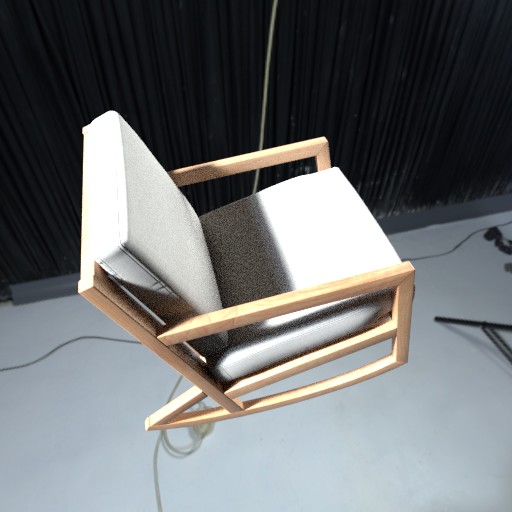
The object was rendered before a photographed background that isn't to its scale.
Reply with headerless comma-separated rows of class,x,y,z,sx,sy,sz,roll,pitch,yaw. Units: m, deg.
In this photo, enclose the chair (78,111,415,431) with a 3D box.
chair,0.000,0.000,1.358,0.857,0.790,0.622,-10,47,-10
